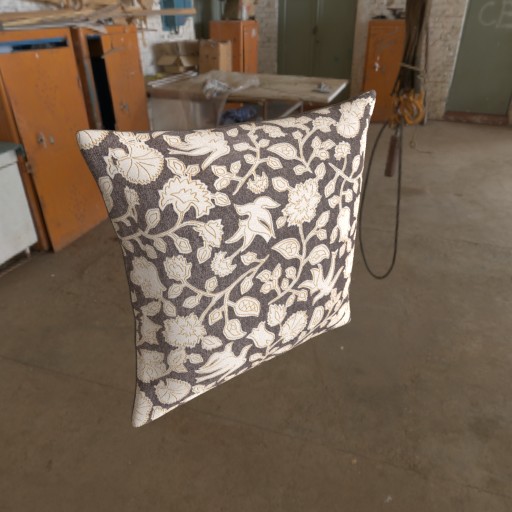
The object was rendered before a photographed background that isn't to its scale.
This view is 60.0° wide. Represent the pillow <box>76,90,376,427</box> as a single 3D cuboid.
[{"bbox_3d":[0.000,0.000,0.778,0.526,0.507,0.166,-19,34,-30],"label":"pillow"}]
